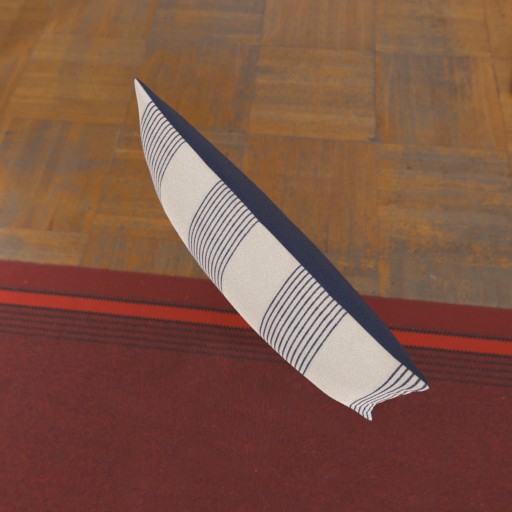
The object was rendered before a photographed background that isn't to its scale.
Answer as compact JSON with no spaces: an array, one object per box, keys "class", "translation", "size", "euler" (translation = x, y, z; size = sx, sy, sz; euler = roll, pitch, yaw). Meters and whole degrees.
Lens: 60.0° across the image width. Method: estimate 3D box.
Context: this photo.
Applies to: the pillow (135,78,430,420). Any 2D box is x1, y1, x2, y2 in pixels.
[{"class":"pillow","translation":[0.000,0.000,0.717],"size":[0.151,0.287,0.610],"euler":[-36,69,-16]}]
